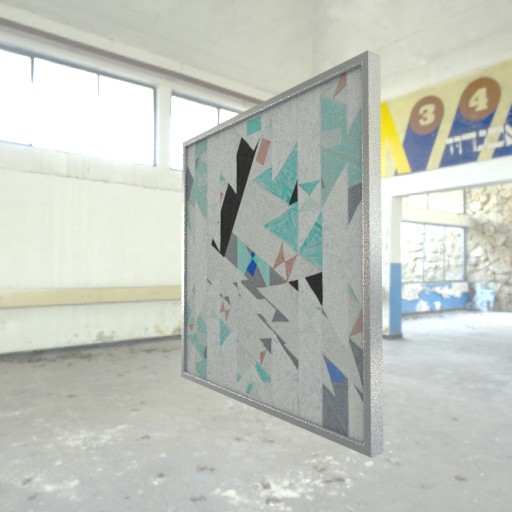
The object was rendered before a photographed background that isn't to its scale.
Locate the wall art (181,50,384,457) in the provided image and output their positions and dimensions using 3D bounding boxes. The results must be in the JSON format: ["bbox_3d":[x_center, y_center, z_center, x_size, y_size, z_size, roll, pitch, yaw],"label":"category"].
[{"bbox_3d":[0.000,0.000,1.212,0.038,0.806,0.806,1,-2,-37],"label":"wall art"}]
